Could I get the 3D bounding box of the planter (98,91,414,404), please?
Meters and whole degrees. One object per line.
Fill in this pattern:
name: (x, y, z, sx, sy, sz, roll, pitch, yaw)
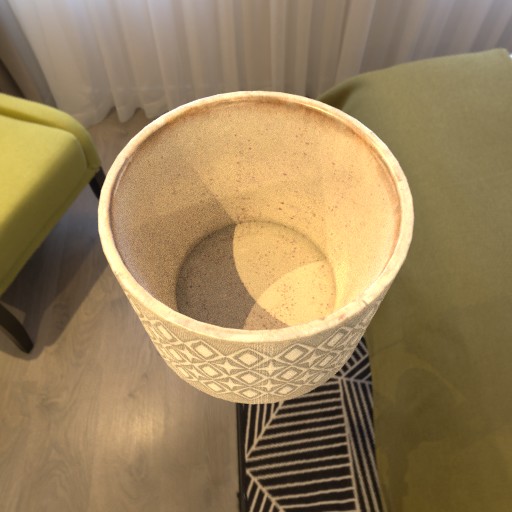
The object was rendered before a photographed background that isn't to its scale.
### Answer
planter: (0.000, 0.000, 0.326, 0.186, 0.144, 0.186, 0, 59, 0)
